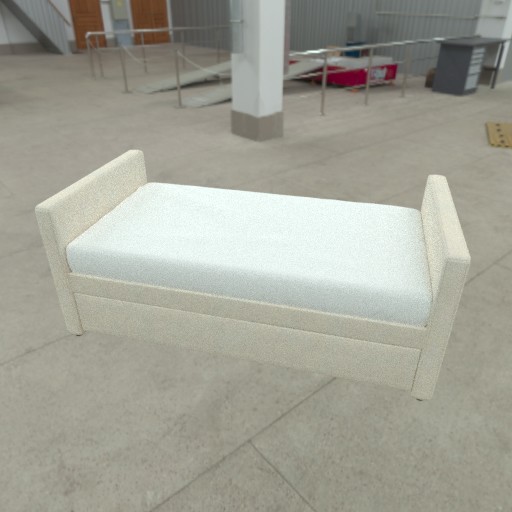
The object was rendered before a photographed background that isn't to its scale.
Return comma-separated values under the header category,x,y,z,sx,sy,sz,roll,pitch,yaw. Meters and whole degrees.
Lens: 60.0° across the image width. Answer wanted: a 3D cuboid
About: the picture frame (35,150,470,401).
category,x,y,z,sx,sy,sz,roll,pitch,yaw
picture frame,0.000,0.000,2.768,2.161,0.891,1.069,7,31,12
